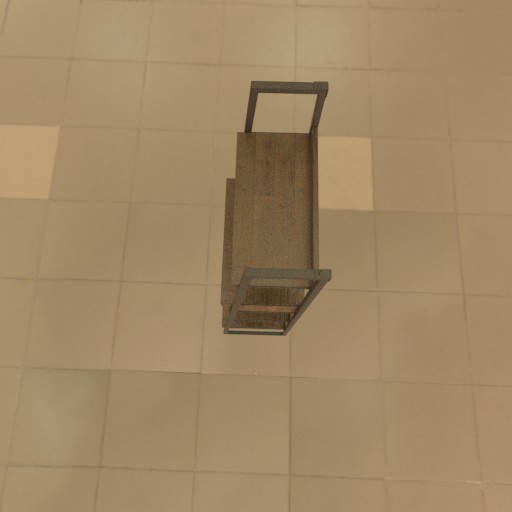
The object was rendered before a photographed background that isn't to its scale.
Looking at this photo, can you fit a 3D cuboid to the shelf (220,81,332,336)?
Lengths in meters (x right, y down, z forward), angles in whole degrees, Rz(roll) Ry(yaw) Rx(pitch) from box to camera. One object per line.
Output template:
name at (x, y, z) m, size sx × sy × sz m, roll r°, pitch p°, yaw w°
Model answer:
shelf at (0.000, 0.000, 2.321) m, size 0.454 × 2.005 × 0.652 m, roll 2°, pitch 75°, yaw 0°
